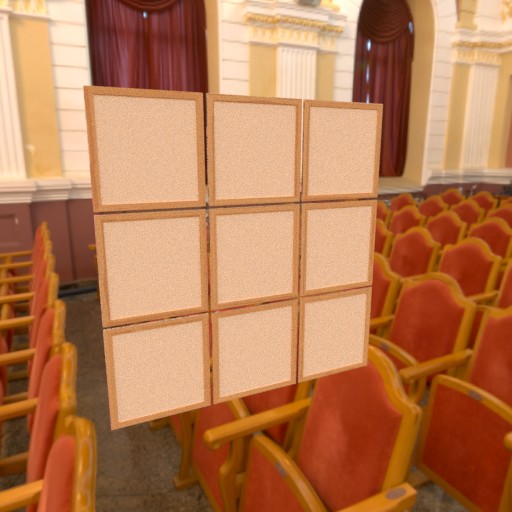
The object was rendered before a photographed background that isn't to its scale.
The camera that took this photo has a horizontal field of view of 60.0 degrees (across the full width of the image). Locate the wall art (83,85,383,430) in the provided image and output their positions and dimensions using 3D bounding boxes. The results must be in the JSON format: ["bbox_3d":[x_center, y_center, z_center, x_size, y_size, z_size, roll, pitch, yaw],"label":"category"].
[{"bbox_3d":[0.000,0.000,2.247,1.519,1.534,0.013,-6,14,-25],"label":"wall art"}]
